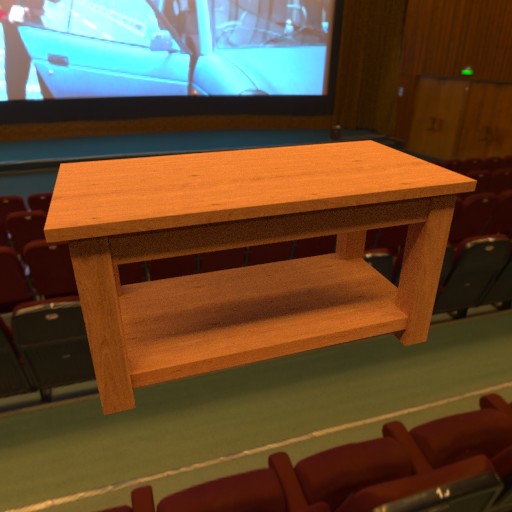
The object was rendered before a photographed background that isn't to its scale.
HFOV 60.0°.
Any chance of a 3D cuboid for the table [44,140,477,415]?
[{"bbox_3d":[0.000,0.000,1.163,0.899,0.452,0.450,-8,28,-16],"label":"table"}]
